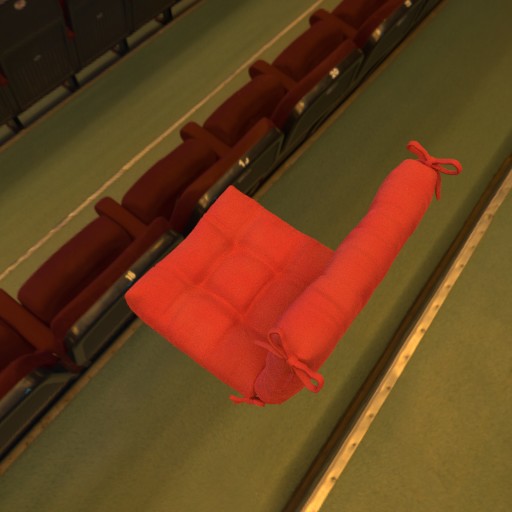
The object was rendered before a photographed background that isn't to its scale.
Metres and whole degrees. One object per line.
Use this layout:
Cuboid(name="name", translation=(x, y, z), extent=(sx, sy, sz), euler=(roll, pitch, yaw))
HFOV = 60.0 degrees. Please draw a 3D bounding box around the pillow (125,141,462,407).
Cuboid(name="pillow", translation=(0.000, 0.000, 1.025), extent=(0.571, 0.605, 0.519), euler=(33, 67, 16))
